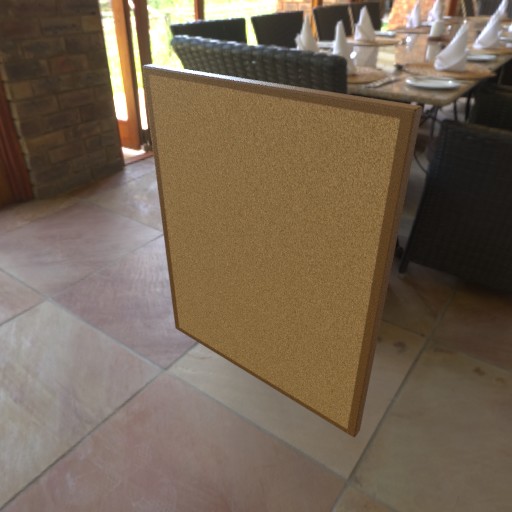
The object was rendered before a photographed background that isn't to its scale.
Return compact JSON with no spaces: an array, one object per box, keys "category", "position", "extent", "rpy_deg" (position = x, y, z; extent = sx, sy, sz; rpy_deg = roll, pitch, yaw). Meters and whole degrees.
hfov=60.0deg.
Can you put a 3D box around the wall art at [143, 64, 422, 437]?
[{"category":"wall art","position":[0.000,0.000,0.739],"extent":[0.449,0.550,0.021],"rpy_deg":[23,39,32]}]
